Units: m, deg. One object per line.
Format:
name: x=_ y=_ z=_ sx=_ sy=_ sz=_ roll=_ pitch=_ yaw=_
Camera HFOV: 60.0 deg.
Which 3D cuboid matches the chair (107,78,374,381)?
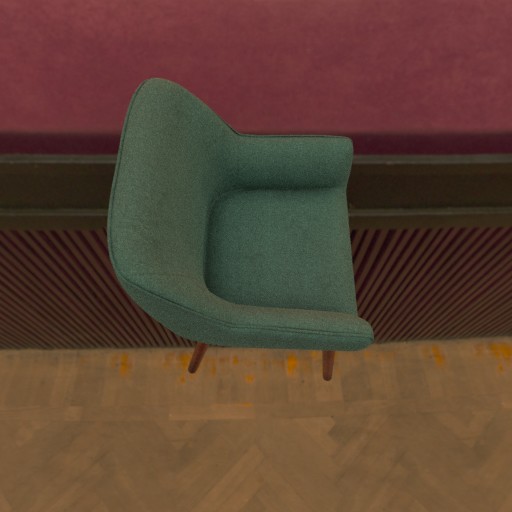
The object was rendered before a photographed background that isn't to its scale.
chair: x=0.000 y=0.000 z=1.171 sx=0.519 sy=0.803 sz=0.543 roll=0 pitch=64 yaw=0
